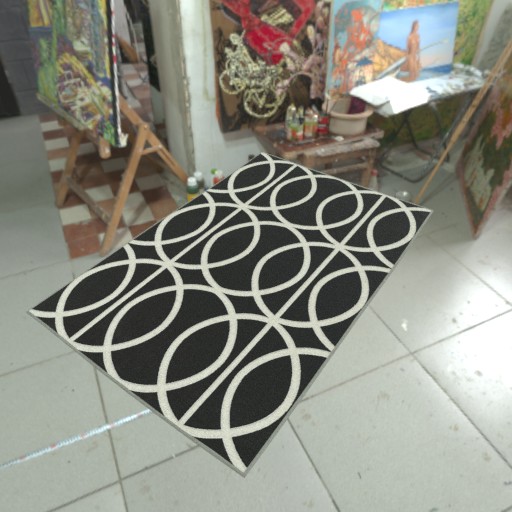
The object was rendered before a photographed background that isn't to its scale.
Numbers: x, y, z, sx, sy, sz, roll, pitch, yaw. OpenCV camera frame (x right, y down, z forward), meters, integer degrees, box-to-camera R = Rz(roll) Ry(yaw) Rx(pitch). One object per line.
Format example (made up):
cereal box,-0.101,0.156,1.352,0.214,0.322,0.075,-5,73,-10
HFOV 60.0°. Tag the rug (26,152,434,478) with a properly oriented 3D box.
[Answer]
rug,0.000,0.000,2.816,1.526,0.014,2.290,25,47,26
